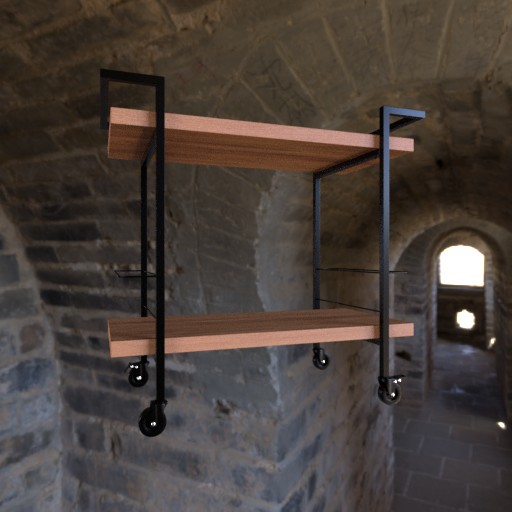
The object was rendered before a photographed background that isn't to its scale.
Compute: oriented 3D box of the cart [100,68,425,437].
[{"bbox_3d":[0.000,0.000,1.216,0.806,0.762,0.406,0,0,-19],"label":"cart"}]
